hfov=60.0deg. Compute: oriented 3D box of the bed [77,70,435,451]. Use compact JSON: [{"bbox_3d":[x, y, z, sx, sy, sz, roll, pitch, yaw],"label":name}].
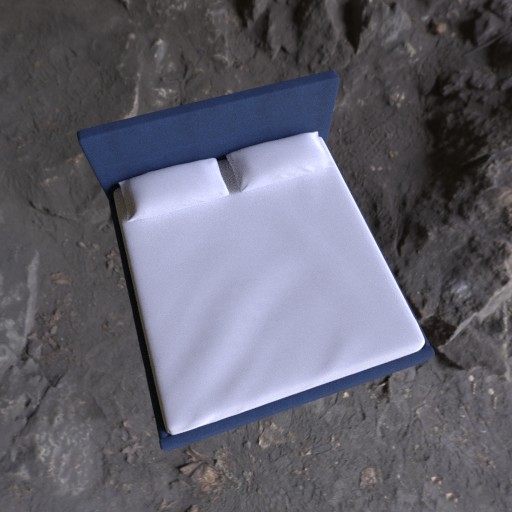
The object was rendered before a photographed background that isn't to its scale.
[{"bbox_3d":[0.000,0.000,3.469,2.096,1.231,2.232,-16,64,-8],"label":"bed"}]
